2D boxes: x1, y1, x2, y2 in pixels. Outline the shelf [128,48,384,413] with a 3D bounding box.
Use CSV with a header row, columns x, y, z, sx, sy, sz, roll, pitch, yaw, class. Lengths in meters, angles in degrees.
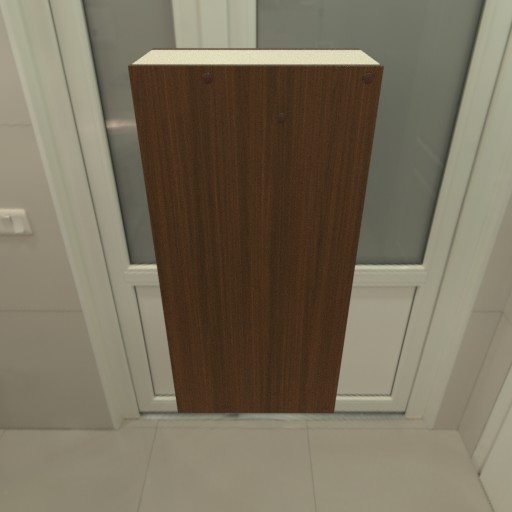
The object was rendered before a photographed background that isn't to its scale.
x,y,z,sx,sy,sz,roll,pitch,yaw,class
0.000,0.000,0.722,0.290,0.600,0.147,0,32,0,shelf
